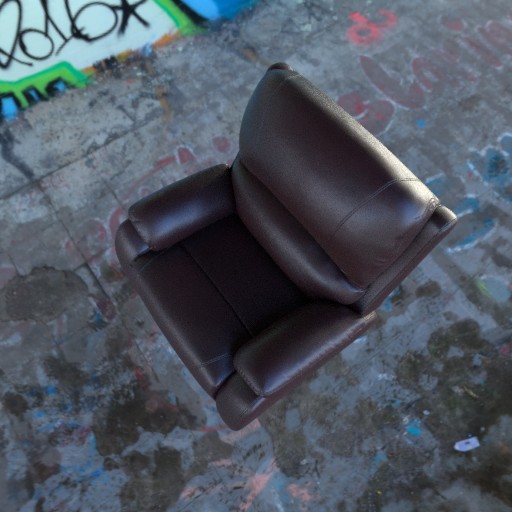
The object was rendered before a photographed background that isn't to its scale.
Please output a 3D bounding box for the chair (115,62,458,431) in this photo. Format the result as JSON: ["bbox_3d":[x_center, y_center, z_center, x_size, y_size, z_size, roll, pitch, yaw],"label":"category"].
[{"bbox_3d":[0.000,0.000,1.718,0.899,1.011,0.930,-34,68,-16],"label":"chair"}]
